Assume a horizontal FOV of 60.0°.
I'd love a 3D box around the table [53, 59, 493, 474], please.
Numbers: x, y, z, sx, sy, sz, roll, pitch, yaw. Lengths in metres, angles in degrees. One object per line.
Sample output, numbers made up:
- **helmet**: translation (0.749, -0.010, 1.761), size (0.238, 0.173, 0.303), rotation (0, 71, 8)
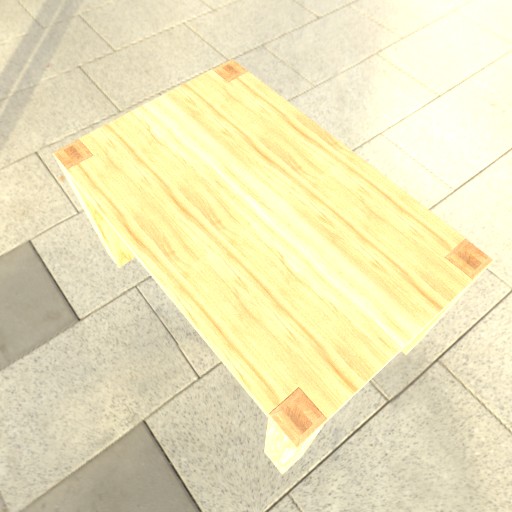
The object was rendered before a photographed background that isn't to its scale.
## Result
- **table**: translation (0.000, 0.000, 1.929), size (0.900, 0.760, 1.400), rotation (-36, 65, -19)
